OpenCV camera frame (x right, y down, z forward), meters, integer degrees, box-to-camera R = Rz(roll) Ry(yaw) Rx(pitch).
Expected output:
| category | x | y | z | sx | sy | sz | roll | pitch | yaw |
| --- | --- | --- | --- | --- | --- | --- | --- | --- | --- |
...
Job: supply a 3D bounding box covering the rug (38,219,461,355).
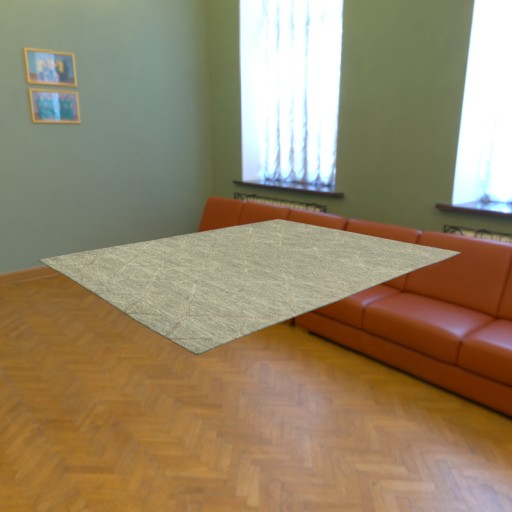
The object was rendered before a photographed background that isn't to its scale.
| category | x | y | z | sx | sy | sz | roll | pitch | yaw |
| --- | --- | --- | --- | --- | --- | --- | --- | --- | --- |
| rug | 0.000 | 0.000 | 4.043 | 3.048 | 0.013 | 2.438 | -13 | 20 | -41 |
